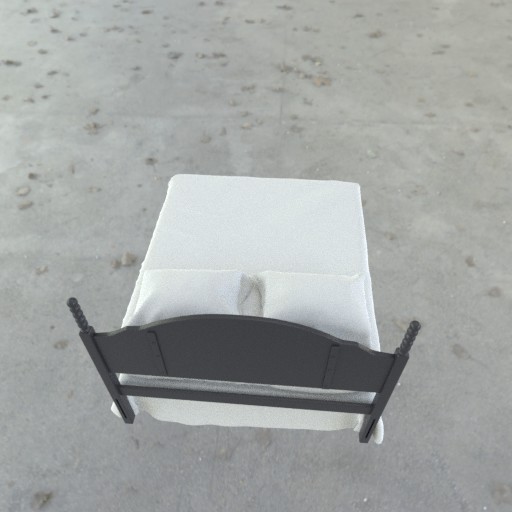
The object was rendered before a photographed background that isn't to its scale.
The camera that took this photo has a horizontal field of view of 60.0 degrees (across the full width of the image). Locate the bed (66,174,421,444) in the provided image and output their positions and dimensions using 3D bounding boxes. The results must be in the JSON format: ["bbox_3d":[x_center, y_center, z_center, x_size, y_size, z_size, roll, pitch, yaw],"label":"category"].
[{"bbox_3d":[0.000,0.000,3.201,1.873,1.356,2.040,3,47,3],"label":"bed"}]
